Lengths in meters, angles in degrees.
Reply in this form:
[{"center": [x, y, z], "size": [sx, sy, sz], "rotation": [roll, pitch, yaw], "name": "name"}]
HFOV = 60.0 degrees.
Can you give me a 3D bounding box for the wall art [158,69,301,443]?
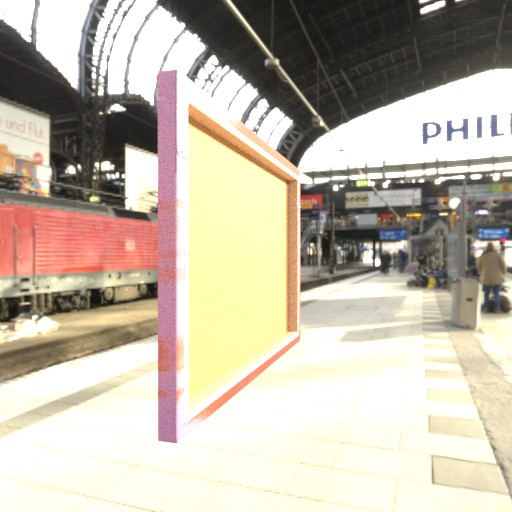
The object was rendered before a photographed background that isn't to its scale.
[{"center": [0.000, 0.000, 1.152], "size": [0.040, 0.609, 0.913], "rotation": [0, 0, 18], "name": "wall art"}]
